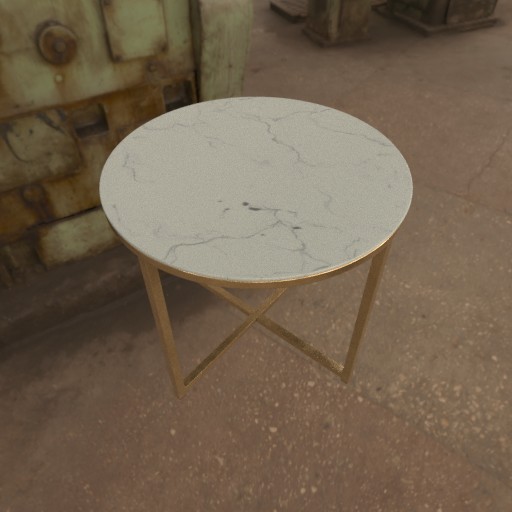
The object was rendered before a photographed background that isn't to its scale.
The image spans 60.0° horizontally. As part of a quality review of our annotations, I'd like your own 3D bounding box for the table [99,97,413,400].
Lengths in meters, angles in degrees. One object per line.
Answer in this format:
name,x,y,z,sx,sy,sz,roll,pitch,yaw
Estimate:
table,0.000,0.000,0.876,0.500,0.420,0.500,0,45,0
